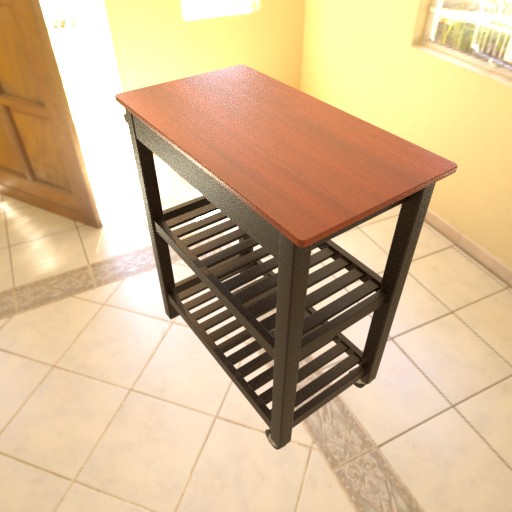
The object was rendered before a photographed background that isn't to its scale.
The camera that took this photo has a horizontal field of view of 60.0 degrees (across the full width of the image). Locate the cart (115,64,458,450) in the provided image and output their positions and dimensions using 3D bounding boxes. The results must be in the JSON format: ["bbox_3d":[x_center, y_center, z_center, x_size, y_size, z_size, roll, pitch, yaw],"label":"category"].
[{"bbox_3d":[0.000,0.000,1.451,0.457,0.927,0.899,-26,47,-26],"label":"cart"}]
